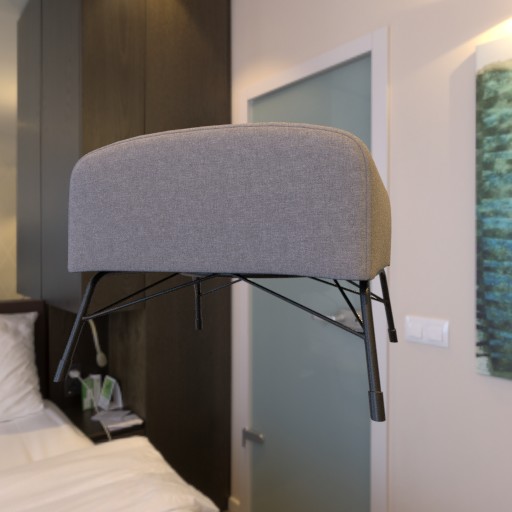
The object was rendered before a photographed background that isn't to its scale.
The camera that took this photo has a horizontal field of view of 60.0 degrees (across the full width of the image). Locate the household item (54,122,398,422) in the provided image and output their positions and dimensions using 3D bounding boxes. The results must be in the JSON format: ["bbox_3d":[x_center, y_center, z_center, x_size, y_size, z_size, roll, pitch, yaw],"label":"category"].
[{"bbox_3d":[0.000,0.000,0.890,0.530,0.410,0.530,0,1,19],"label":"household item"}]
